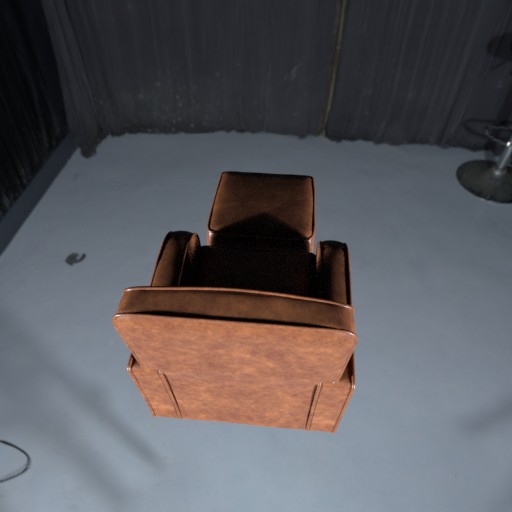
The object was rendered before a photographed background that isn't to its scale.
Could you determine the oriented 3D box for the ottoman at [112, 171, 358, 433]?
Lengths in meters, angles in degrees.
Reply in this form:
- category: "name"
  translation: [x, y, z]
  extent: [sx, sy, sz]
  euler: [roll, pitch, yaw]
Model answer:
- category: "ottoman"
  translation: [0.000, 0.000, 1.855]
  extent: [0.732, 0.904, 1.314]
  euler: [4, 46, 4]
